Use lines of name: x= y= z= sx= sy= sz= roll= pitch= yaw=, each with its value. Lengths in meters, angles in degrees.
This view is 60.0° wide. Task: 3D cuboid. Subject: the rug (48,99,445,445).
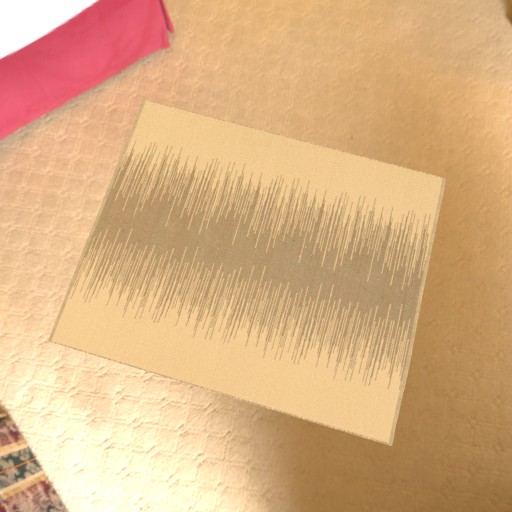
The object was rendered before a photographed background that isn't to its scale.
rug: x=0.000 y=0.000 z=4.001 sx=3.037 sy=0.010 sz=2.453 roll=16 pitch=77 yaw=4
